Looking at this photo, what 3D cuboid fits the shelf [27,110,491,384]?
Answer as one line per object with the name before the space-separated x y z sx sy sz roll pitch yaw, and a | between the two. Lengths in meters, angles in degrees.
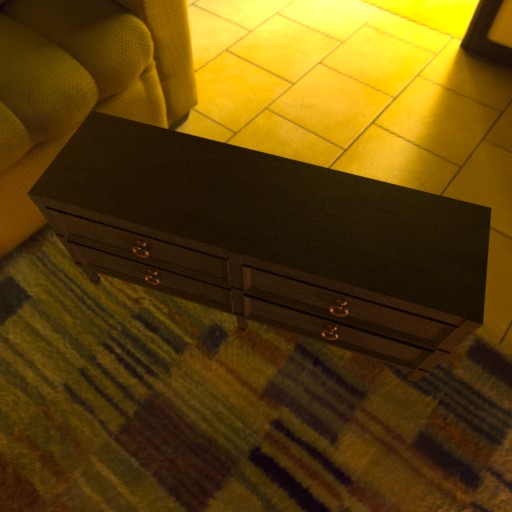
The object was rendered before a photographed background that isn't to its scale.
shelf | 0.000 0.000 1.866 1.575 0.719 0.479 16 60 10
